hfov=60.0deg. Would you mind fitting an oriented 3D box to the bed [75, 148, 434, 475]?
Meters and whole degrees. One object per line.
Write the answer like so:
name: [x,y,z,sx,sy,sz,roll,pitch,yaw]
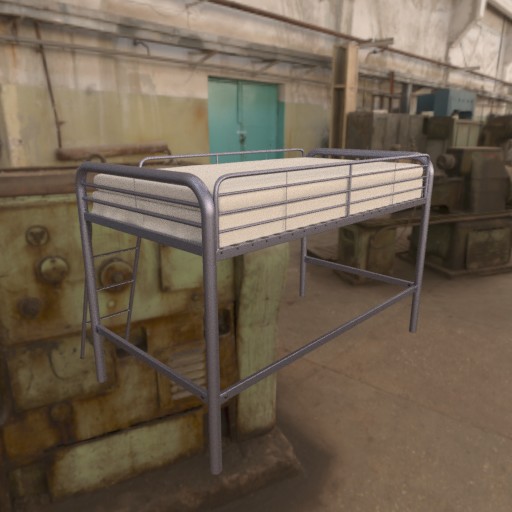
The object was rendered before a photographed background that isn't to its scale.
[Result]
bed: [0.000,0.000,2.883,1.415,1.288,1.965,15,22,42]
